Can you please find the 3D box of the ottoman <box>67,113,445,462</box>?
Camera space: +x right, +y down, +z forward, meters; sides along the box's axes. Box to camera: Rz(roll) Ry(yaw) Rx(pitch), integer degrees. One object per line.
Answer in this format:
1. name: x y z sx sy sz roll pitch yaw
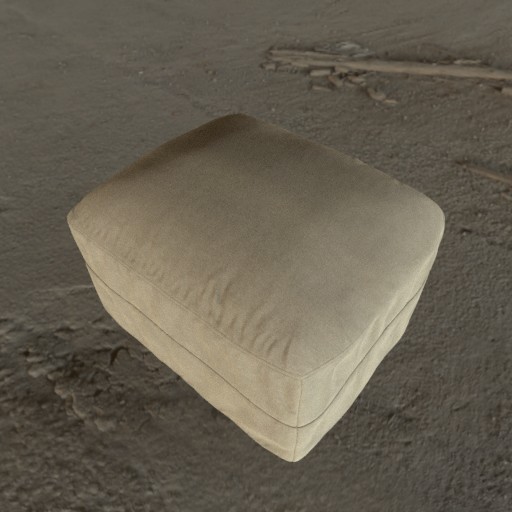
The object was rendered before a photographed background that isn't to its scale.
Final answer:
1. ottoman: 0.000 0.000 1.070 0.712 0.480 0.584 32 55 26
